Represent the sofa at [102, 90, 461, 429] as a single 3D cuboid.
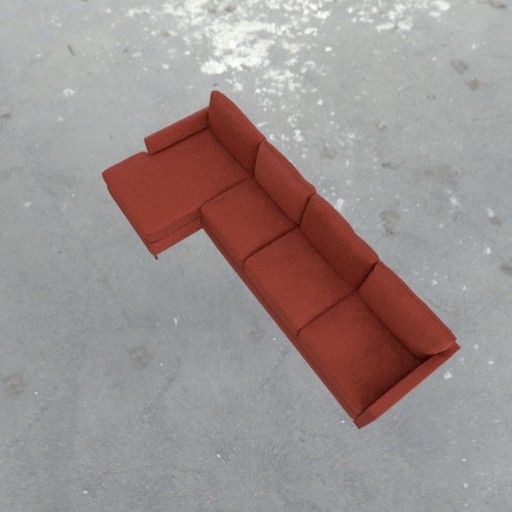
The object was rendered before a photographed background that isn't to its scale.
[{"bbox_3d":[0.000,0.000,4.093,1.500,0.967,3.400,-32,66,-16],"label":"sofa"}]
